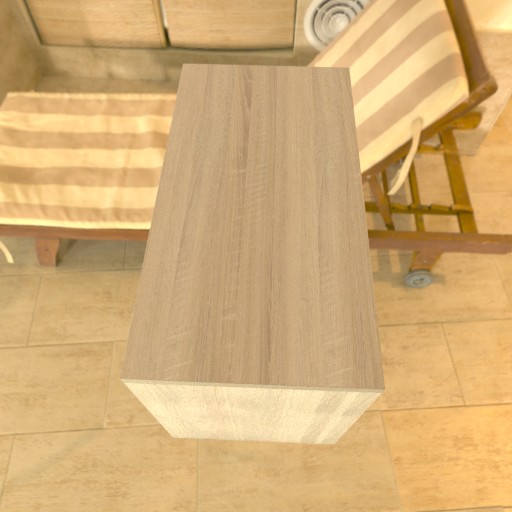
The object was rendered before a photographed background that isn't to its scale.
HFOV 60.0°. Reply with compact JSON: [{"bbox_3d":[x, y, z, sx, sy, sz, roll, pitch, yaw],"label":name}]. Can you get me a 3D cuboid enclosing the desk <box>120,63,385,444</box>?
[{"bbox_3d":[0.000,0.000,1.558,0.600,0.731,1.100,2,58,1],"label":"desk"}]
